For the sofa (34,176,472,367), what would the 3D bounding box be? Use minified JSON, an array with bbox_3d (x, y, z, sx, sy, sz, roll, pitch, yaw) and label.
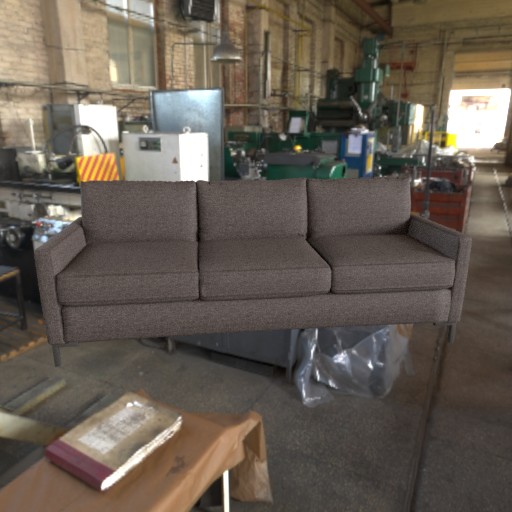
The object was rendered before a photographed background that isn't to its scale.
[{"bbox_3d":[0.000,0.000,2.658,2.253,0.882,0.876,-2,16,-7],"label":"sofa"}]
